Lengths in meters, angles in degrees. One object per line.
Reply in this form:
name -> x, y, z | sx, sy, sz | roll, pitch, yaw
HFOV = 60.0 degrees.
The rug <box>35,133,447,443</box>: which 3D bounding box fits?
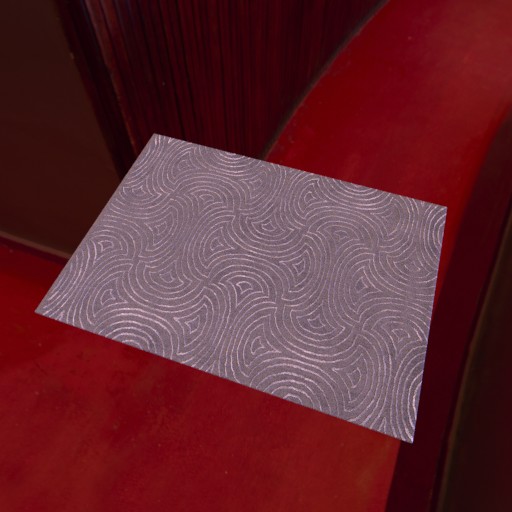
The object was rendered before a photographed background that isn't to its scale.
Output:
rug -> 0.000, 0.000, 2.734 | 2.144, 0.015, 1.543 | 16, 59, 10
